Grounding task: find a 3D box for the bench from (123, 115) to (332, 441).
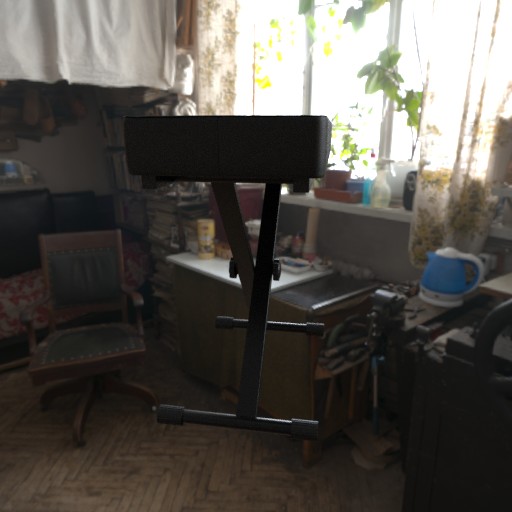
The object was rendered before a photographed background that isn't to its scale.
[{"bbox_3d":[0.000,0.000,0.956,0.300,0.561,0.600,3,16,10],"label":"bench"}]
